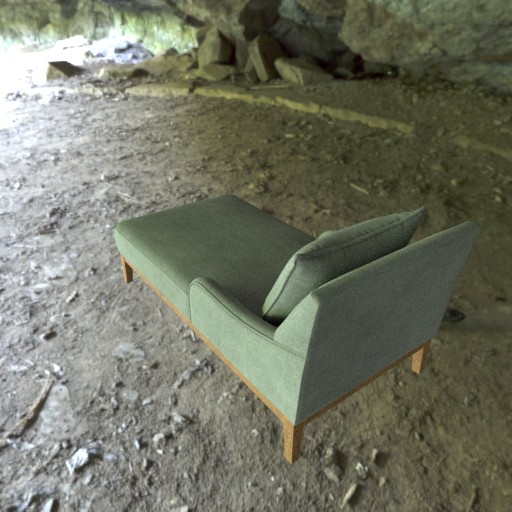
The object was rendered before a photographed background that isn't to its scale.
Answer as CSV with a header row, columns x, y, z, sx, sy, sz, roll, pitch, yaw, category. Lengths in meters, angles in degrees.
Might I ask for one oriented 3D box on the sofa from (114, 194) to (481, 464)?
x,y,z,sx,sy,sz,roll,pitch,yaw,category
0.000,0.000,2.308,0.894,0.859,1.779,-20,35,-31,sofa
